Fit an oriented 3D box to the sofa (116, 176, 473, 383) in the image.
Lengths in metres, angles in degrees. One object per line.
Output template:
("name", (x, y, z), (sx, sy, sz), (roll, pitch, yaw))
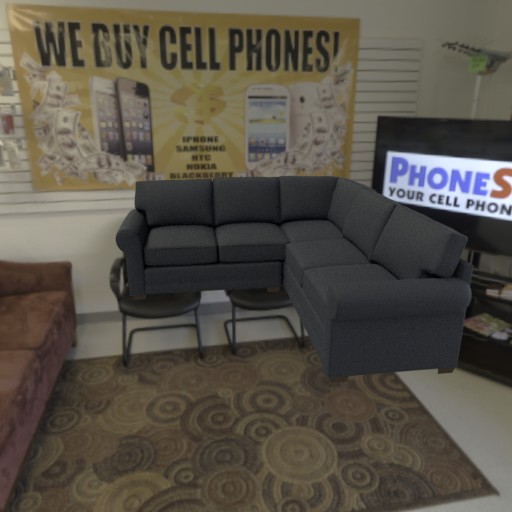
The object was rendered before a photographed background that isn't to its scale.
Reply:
("sofa", (0.000, 0.000, 3.863), (2.487, 1.042, 2.562), (-3, 19, -7))
